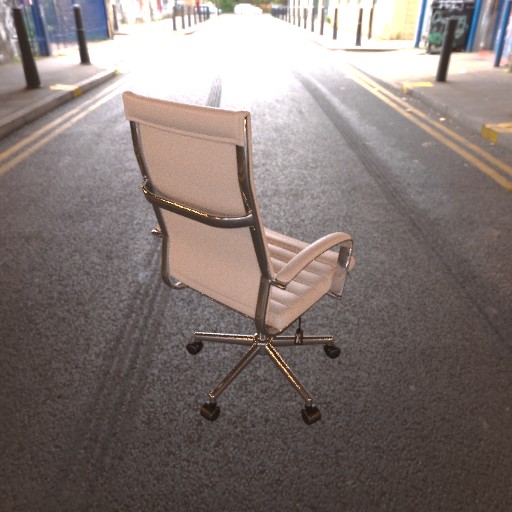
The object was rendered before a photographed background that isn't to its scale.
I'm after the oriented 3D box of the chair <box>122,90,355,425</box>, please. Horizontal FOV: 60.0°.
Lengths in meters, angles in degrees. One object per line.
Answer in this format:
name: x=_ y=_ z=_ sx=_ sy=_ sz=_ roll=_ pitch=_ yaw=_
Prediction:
chair: x=0.000 y=0.000 z=1.572 sx=0.679 sy=1.149 sz=0.679 roll=21 pitch=36 yaw=33
